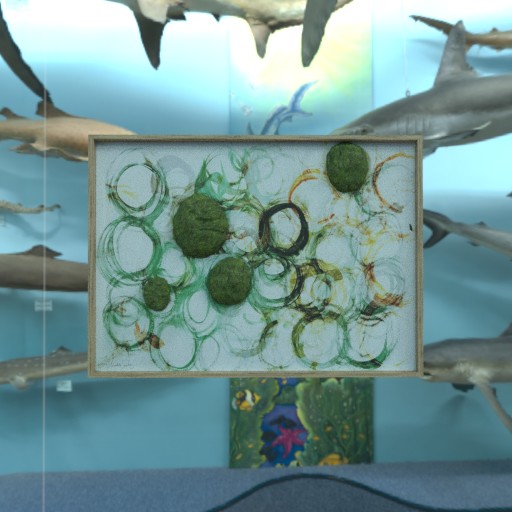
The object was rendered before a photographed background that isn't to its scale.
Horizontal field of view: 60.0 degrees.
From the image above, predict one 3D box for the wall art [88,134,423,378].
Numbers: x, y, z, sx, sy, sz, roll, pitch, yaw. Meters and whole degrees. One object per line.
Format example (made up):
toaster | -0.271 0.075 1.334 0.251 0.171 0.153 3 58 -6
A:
wall art | 0.000 0.000 1.121 0.841 0.609 0.063 0 0 0
